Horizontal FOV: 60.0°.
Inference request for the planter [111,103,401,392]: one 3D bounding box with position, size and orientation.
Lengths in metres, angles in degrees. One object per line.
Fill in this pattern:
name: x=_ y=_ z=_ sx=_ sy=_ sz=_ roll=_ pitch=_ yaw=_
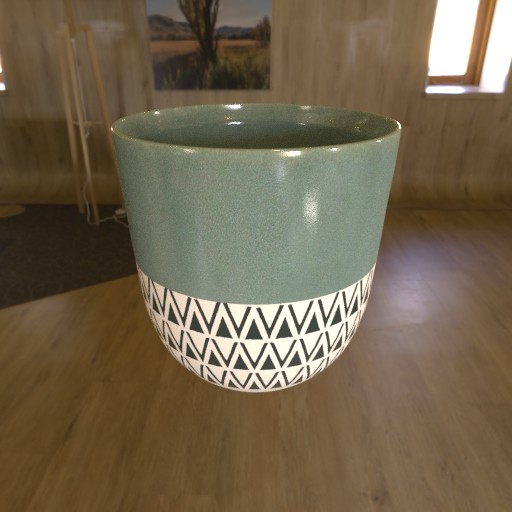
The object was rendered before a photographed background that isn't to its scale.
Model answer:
planter: x=0.000 y=0.000 z=0.361 sx=0.198 sy=0.214 sz=0.198 roll=0 pitch=26 yaw=0
